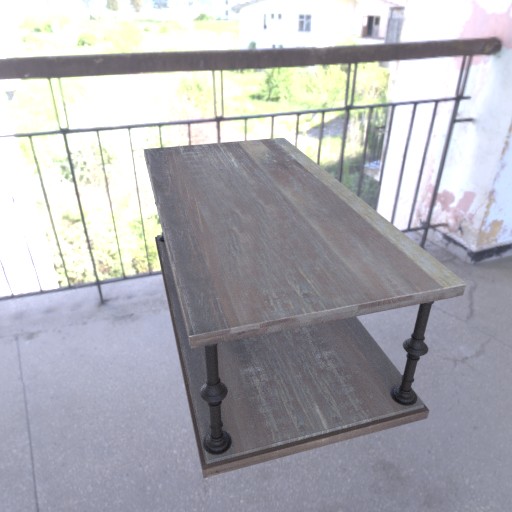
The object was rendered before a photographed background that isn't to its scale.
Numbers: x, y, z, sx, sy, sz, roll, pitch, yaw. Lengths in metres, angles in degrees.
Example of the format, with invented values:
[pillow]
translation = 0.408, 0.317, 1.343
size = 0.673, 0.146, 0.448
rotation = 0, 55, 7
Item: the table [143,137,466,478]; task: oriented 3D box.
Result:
[table]
translation = 0.000, 0.000, 1.366
size = 0.554, 0.399, 1.088
rotation = -8, 32, -14
